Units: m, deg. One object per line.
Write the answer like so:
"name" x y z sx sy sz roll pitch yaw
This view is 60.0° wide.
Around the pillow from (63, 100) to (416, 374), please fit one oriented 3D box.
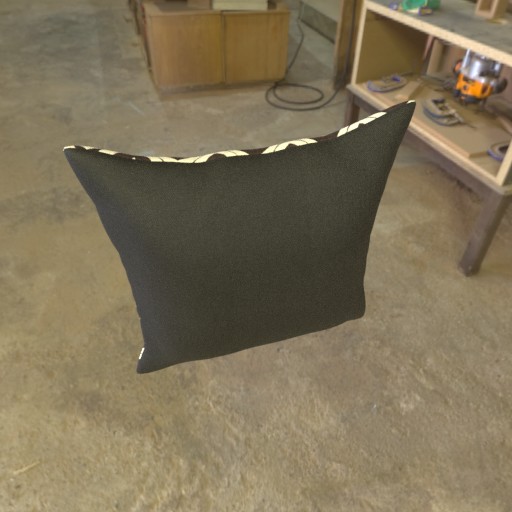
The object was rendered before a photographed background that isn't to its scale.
"pillow" 0.000 0.000 0.771 0.504 0.494 0.188 -12 43 -13
